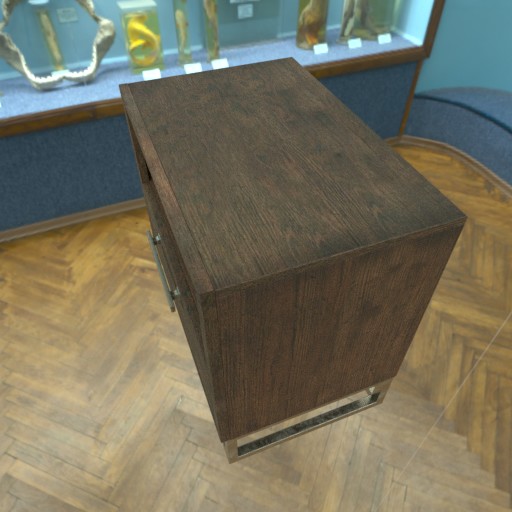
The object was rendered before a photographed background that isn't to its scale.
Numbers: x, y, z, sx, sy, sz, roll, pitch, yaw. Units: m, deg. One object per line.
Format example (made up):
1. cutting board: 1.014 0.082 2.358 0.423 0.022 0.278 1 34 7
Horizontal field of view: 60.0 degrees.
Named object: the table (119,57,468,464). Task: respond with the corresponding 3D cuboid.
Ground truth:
1. table: 0.000 0.000 1.251 0.542 0.746 0.767 -16 48 -15
